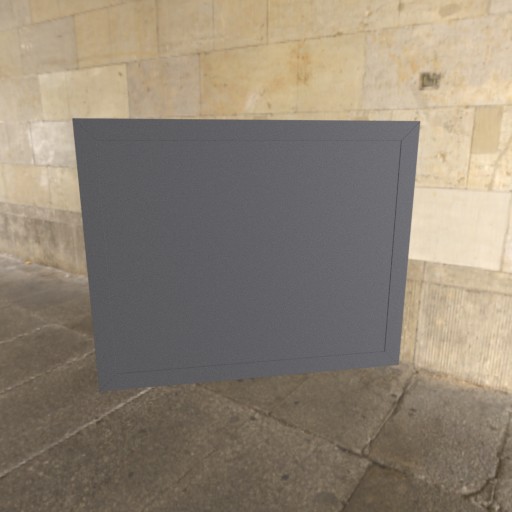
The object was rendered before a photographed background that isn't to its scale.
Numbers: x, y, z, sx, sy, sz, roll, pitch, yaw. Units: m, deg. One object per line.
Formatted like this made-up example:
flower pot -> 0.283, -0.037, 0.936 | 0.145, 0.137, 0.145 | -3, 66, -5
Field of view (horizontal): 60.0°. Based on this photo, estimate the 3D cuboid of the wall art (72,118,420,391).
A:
wall art -> 0.000, 0.000, 0.561 | 0.404, 0.329, 0.024 | -2, 15, -10
